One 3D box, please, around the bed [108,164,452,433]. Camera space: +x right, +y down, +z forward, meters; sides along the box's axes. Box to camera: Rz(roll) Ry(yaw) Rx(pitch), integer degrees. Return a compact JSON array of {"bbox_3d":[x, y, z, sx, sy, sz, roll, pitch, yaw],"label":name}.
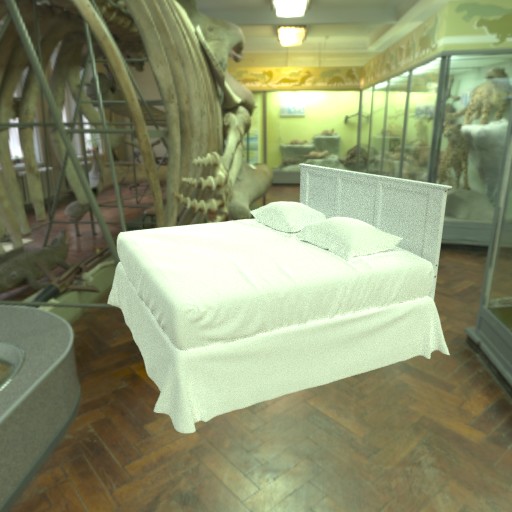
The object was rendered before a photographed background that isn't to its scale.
[{"bbox_3d":[0.000,0.000,3.704,2.215,1.273,2.317,-8,18,-25],"label":"bed"}]
